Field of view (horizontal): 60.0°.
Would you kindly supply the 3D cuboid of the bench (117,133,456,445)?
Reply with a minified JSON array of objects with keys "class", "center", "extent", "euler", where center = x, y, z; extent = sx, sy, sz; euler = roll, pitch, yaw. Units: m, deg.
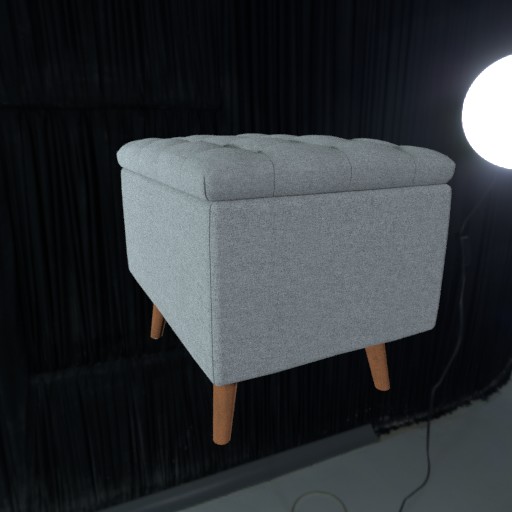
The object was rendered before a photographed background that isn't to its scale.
[{"class":"bench","center":[0.000,0.000,0.888],"extent":[0.417,0.469,0.572],"euler":[-8,18,-25]}]
